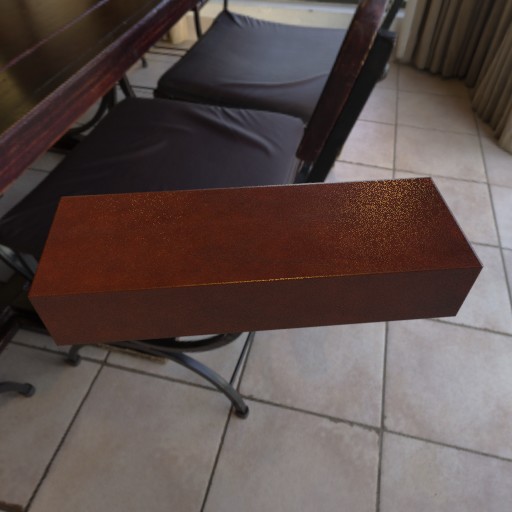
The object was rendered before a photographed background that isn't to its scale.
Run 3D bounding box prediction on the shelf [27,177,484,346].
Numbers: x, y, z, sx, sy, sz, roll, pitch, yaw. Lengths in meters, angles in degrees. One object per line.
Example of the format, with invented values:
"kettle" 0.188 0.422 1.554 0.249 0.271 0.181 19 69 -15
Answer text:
"shelf" 0.000 0.000 0.526 0.457 0.088 0.152 -4 47 -3
